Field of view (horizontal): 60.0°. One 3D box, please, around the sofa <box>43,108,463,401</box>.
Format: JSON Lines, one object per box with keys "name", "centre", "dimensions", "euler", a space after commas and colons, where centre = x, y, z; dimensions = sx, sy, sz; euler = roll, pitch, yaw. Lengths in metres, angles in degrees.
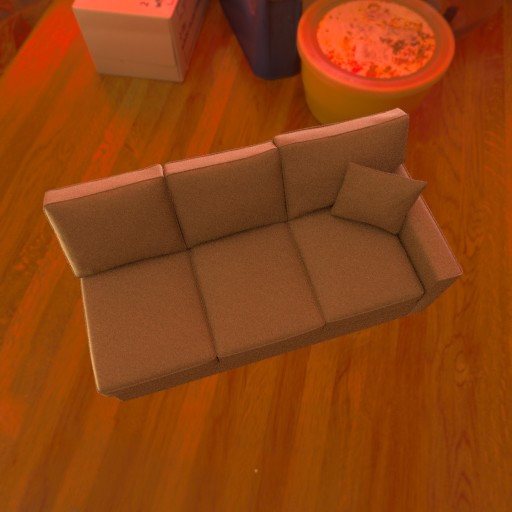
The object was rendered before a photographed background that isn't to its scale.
{"name": "sofa", "centre": [0.000, 0.000, 2.514], "dimensions": [1.963, 0.946, 1.034], "euler": [-15, 65, -7]}
